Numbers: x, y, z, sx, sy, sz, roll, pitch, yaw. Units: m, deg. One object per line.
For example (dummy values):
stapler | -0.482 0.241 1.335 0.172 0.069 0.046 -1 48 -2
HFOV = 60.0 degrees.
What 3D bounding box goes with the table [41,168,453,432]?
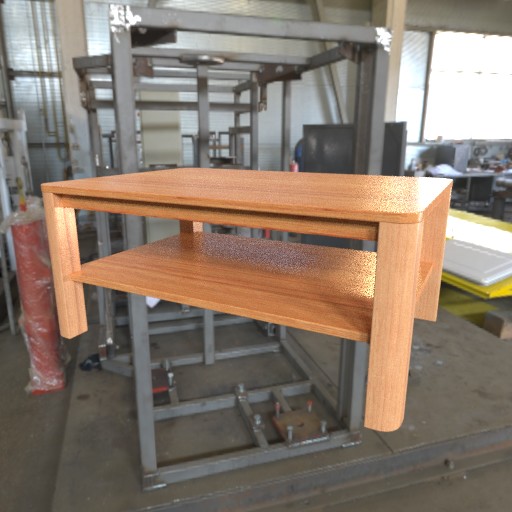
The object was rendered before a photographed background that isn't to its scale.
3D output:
table | 0.000 0.000 1.334 0.997 0.445 0.696 8 17 27
